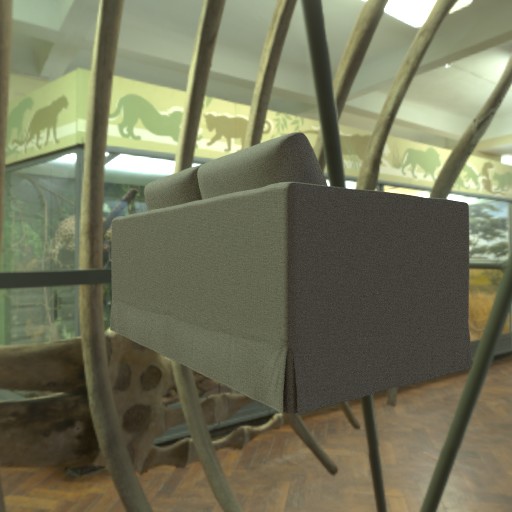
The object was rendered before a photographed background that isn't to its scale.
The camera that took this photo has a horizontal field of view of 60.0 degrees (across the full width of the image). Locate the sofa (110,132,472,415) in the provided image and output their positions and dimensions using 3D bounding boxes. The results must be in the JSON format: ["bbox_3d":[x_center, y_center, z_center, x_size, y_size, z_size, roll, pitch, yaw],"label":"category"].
[{"bbox_3d":[0.000,0.000,2.328,1.009,0.932,1.813,0,1,-35],"label":"sofa"}]
